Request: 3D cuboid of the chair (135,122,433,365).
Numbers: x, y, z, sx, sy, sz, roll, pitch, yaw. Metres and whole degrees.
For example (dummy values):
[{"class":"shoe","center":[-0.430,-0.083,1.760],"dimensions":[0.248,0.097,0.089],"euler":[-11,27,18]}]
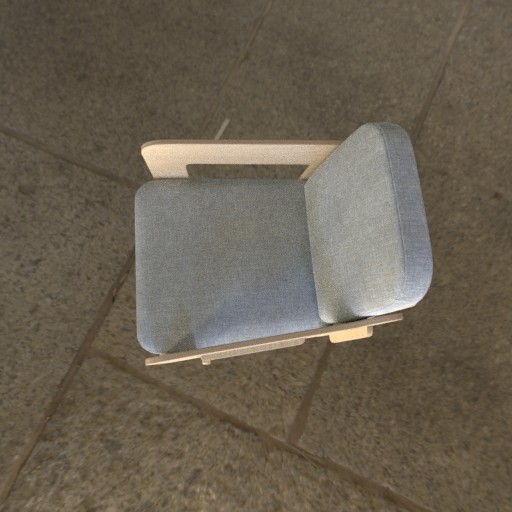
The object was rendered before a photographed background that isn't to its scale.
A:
[{"class":"chair","center":[0.000,0.000,1.301],"dimensions":[0.710,0.800,0.590],"euler":[-4,76,-1]}]
